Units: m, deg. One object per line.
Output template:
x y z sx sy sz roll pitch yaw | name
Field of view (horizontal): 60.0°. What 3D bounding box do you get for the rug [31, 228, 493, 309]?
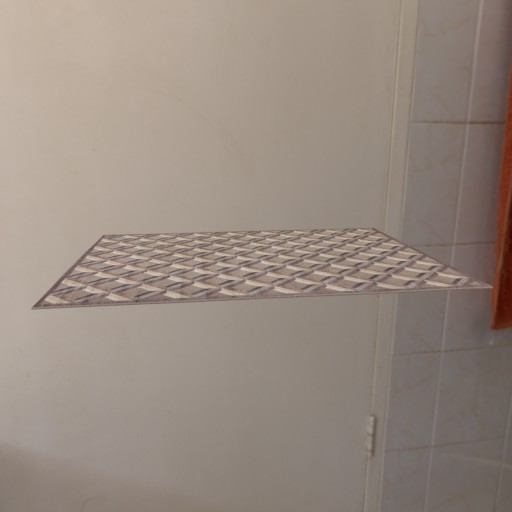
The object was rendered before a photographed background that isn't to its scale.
0.000 0.000 2.902 2.260 0.013 1.600 -2 15 -7 | rug
